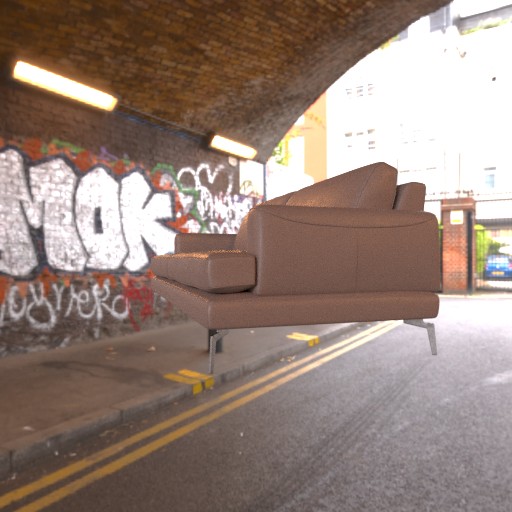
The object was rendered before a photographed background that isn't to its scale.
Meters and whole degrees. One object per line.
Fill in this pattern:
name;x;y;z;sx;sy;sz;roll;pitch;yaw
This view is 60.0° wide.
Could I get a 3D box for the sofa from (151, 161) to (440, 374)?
sofa;0.000;0.000;2.452;0.974;0.765;1.940;0;0;-18
